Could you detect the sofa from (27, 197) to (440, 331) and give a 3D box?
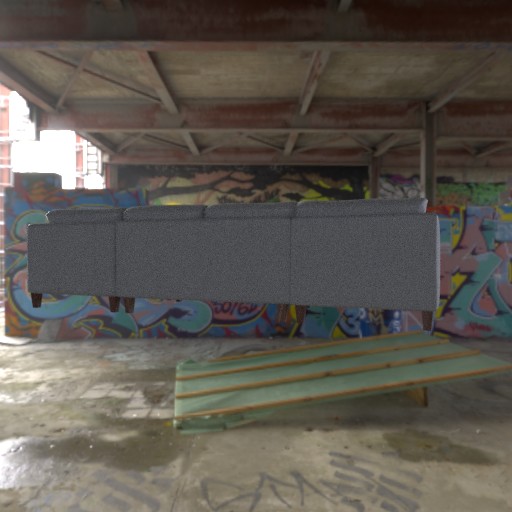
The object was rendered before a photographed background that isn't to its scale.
[{"bbox_3d":[0.000,0.000,4.363,3.238,0.853,2.551,0,1,19],"label":"sofa"}]
